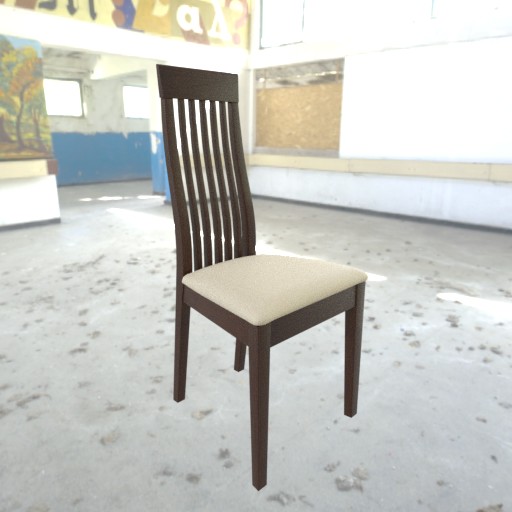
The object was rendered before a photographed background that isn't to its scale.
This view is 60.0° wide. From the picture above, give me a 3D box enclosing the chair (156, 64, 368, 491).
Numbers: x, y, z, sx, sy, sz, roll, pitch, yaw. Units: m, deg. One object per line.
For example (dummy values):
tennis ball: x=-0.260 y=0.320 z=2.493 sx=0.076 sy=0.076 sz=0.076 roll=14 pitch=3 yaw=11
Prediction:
chair: x=0.000 y=0.000 z=1.258 sx=0.474 sy=1.027 sz=0.460 roll=15 pitch=22 yaw=43
